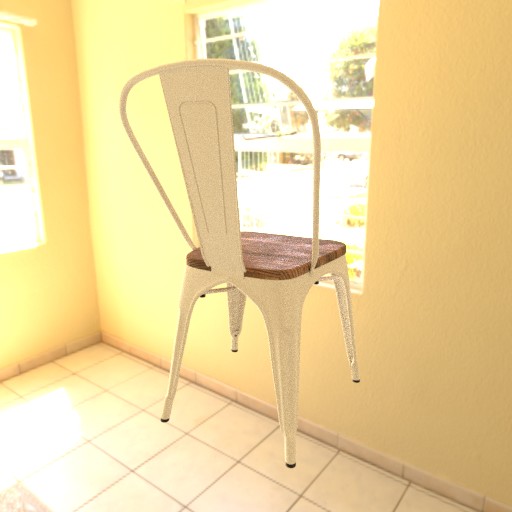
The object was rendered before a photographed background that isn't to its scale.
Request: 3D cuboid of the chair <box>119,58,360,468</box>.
[{"bbox_3d":[0.000,0.000,1.124,0.452,0.851,0.521,8,17,26],"label":"chair"}]
